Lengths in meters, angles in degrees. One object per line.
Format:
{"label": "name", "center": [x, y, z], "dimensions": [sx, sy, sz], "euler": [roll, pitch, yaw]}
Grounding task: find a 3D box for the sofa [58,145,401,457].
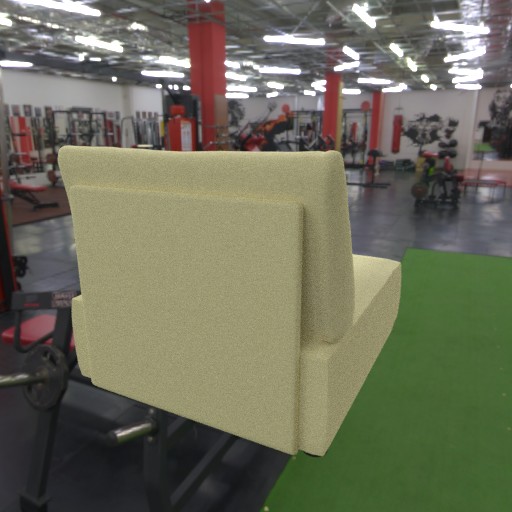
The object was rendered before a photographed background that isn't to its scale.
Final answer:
{"label": "sofa", "center": [0.000, 0.000, 1.674], "dimensions": [0.930, 0.820, 1.000], "euler": [8, 17, 27]}
